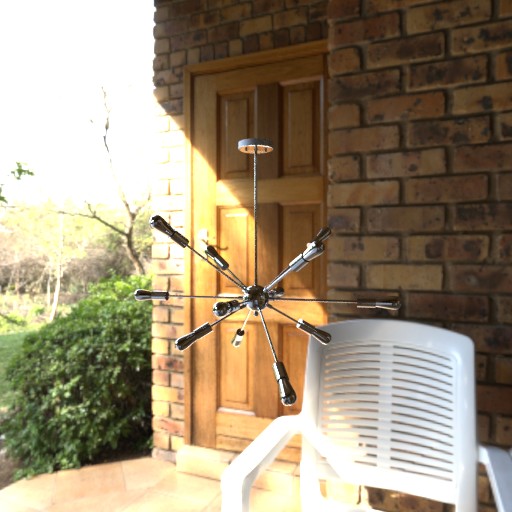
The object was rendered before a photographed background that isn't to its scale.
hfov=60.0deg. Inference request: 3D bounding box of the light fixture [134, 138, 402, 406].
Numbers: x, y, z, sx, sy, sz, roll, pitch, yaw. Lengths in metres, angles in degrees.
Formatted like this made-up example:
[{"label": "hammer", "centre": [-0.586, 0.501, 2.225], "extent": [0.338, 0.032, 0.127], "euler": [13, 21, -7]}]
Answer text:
[{"label": "light fixture", "centre": [0.000, 0.000, 1.095], "extent": [0.684, 0.558, 0.509], "euler": [0, 0, 17]}]
